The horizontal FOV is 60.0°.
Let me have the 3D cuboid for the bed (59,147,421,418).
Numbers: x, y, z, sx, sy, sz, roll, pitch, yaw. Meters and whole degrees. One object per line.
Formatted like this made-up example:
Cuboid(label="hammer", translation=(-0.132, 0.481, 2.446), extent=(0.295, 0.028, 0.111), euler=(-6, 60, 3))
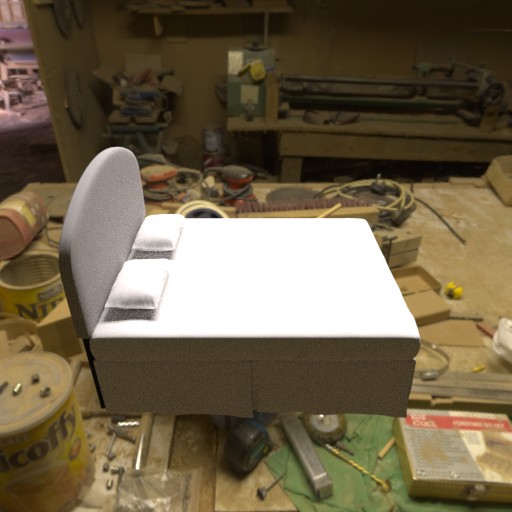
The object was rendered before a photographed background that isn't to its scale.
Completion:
Cuboid(label="bed", translation=(0.000, 0.000, 3.082), extent=(2.005, 1.410, 1.607), euler=(0, 32, 0))
